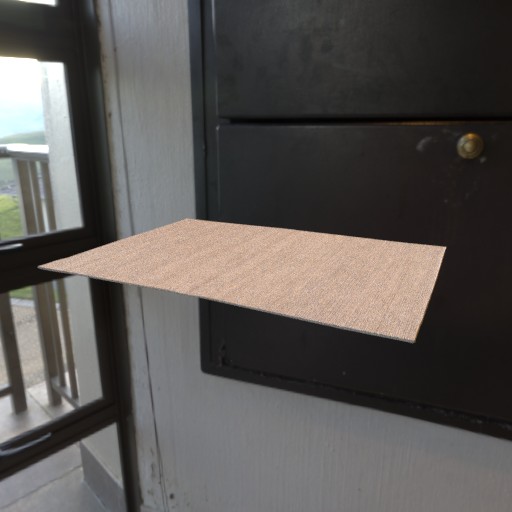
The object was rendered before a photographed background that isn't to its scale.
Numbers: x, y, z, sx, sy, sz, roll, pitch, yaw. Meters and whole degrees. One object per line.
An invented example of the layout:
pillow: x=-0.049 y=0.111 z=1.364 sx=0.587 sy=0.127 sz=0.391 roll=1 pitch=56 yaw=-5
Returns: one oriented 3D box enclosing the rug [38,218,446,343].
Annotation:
rug: x=0.000 y=0.000 z=2.979 sx=2.264 sy=0.030 sz=1.624 roll=8 pitch=18 yaw=25
